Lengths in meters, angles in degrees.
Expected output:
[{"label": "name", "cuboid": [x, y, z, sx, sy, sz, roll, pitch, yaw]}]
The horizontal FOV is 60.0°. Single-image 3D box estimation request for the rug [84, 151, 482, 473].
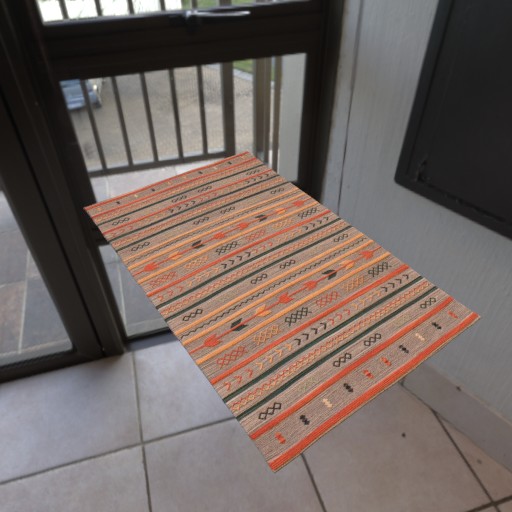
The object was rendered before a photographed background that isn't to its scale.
[{"label": "rug", "cuboid": [0.000, 0.000, 3.019, 1.537, 0.029, 2.439, -26, 48, -26]}]
